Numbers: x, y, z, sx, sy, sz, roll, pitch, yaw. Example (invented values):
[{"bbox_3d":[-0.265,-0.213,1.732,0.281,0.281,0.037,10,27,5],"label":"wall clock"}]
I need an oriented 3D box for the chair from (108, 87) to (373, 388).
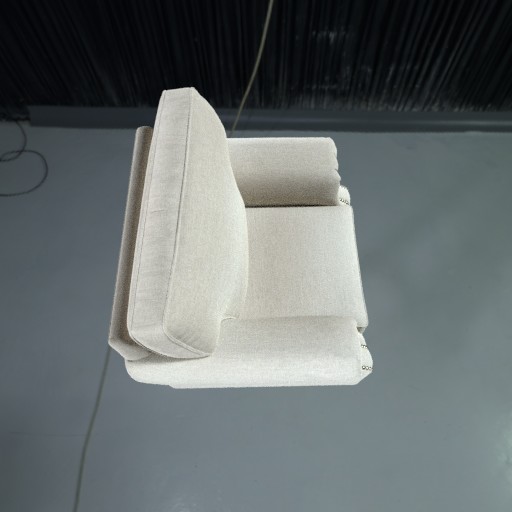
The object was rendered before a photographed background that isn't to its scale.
[{"bbox_3d":[0.000,0.000,1.876,0.965,0.961,1.092,-1,63,0],"label":"chair"}]
